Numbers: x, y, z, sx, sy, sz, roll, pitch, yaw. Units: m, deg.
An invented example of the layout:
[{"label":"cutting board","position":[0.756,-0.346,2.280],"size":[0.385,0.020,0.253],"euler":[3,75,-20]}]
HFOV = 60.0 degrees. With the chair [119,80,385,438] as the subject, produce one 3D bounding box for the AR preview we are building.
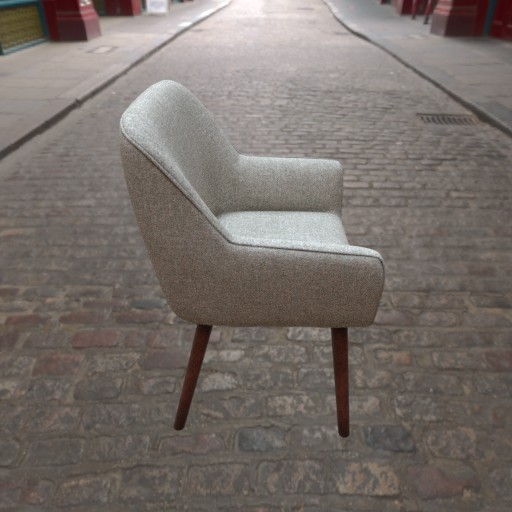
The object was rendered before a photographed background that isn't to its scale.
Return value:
[{"label":"chair","position":[0.000,0.000,1.151],"size":[0.519,0.803,0.543],"euler":[0,32,0]}]
